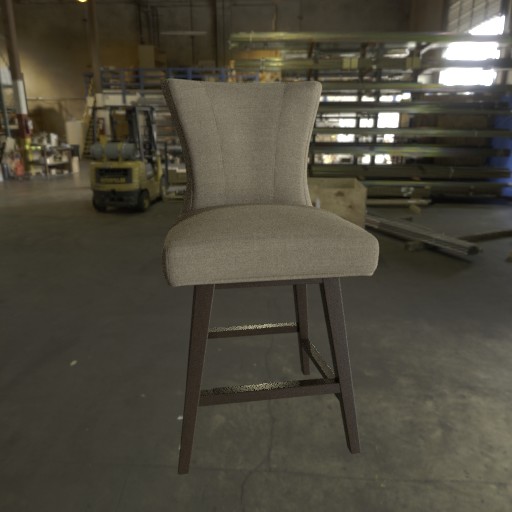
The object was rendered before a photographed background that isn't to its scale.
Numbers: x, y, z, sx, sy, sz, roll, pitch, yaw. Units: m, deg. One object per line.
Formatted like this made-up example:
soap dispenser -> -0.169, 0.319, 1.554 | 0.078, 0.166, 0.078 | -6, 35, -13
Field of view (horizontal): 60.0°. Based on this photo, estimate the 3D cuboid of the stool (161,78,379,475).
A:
stool -> 0.000, 0.000, 1.294 | 0.514, 1.000, 0.574 | -3, 17, -9
